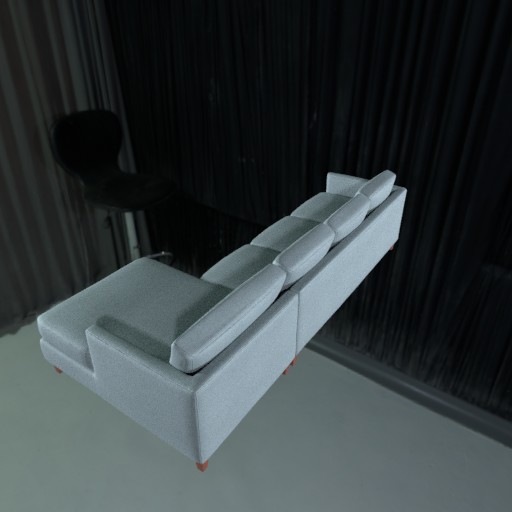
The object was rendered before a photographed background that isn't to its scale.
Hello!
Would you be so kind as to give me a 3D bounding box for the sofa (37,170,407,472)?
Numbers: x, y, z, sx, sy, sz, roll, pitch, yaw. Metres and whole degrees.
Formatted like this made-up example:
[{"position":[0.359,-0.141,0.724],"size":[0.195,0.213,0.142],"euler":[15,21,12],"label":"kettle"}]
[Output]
[{"position":[0.000,0.000,4.029],"size":[1.604,0.950,3.471],"euler":[19,36,29],"label":"sofa"}]
